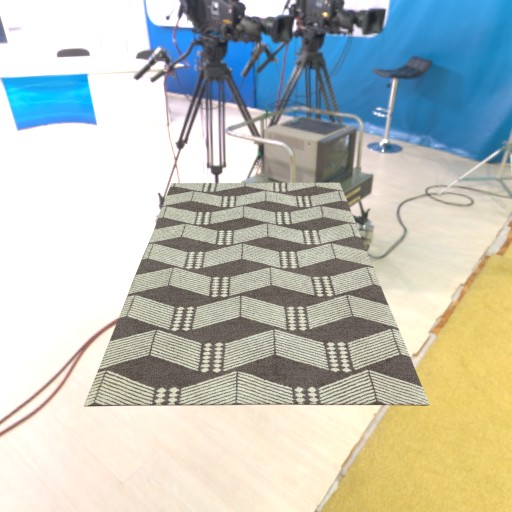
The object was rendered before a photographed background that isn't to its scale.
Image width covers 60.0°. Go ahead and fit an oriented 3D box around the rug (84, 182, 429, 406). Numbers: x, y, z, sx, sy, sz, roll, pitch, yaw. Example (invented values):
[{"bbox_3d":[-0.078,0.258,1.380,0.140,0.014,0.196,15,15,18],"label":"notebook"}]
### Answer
[{"bbox_3d":[0.000,0.000,2.966,1.517,0.011,2.435,0,33,0],"label":"rug"}]
